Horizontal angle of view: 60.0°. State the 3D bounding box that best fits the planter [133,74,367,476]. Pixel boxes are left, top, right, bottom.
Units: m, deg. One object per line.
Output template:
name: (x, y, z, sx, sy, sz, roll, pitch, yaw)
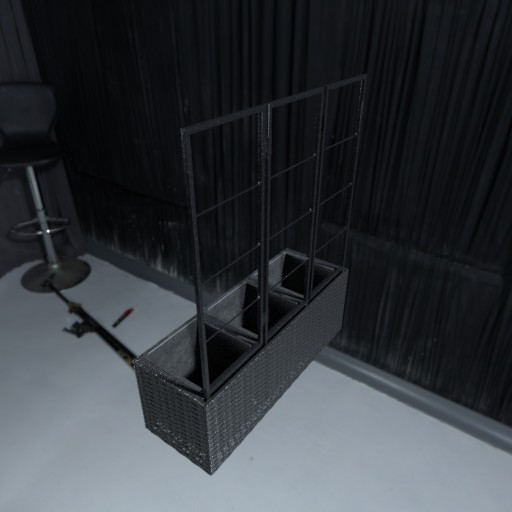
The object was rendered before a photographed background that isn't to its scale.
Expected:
planter: (0.000, 0.000, 1.174, 0.244, 0.841, 0.698, 21, 36, 31)
